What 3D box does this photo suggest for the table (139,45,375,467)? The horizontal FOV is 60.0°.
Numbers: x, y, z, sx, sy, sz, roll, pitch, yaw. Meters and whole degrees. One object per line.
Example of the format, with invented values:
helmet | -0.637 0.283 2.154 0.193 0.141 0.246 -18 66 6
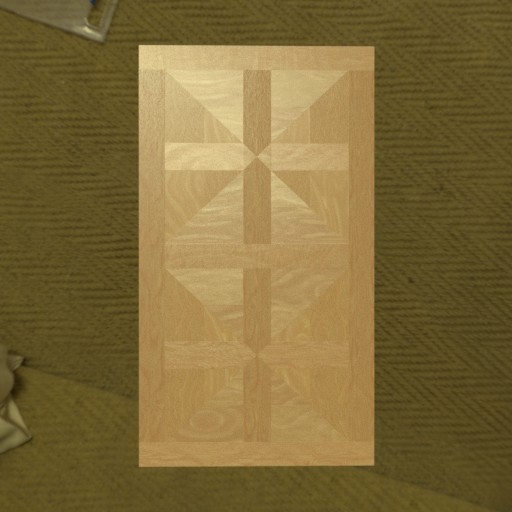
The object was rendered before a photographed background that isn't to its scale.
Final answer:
table | 0.000 0.000 1.591 0.711 0.507 1.270 0 90 -1
